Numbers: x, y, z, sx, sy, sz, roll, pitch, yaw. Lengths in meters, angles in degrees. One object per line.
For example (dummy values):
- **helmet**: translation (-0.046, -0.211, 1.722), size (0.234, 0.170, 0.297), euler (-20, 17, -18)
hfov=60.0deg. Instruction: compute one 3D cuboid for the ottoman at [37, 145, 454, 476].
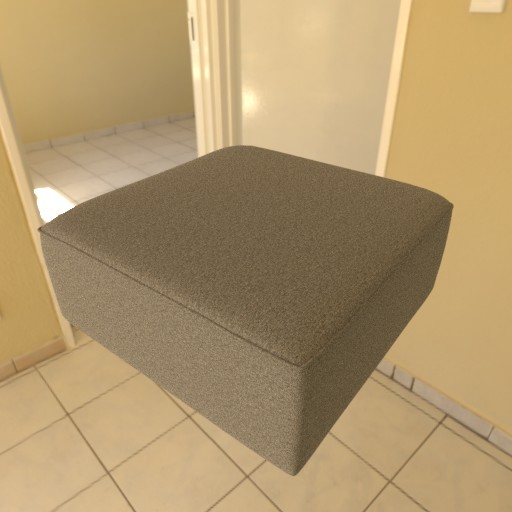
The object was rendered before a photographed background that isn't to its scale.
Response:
- **ottoman**: translation (0.000, 0.000, 1.558), size (1.015, 0.464, 1.005), euler (22, 38, 31)
